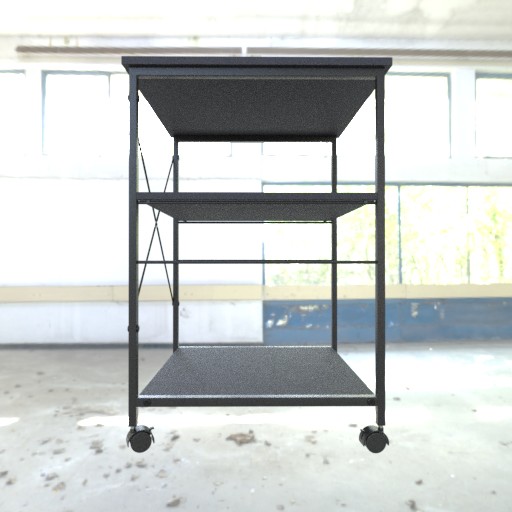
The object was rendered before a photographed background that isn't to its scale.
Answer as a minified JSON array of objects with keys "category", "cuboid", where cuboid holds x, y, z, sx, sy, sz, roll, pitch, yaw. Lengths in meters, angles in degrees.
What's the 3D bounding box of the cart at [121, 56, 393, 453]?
[{"category":"cart","cuboid":[0.000,0.000,1.108,0.520,0.762,0.521,0,0,-1]}]
